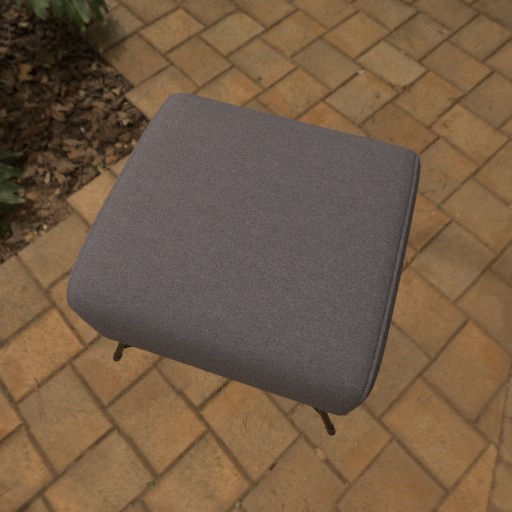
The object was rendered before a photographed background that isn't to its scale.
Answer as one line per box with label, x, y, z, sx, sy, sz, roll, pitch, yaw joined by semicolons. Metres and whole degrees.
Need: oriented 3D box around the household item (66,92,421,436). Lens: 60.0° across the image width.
household item;0.000;0.000;0.914;0.530;0.410;0.530;16;66;8
